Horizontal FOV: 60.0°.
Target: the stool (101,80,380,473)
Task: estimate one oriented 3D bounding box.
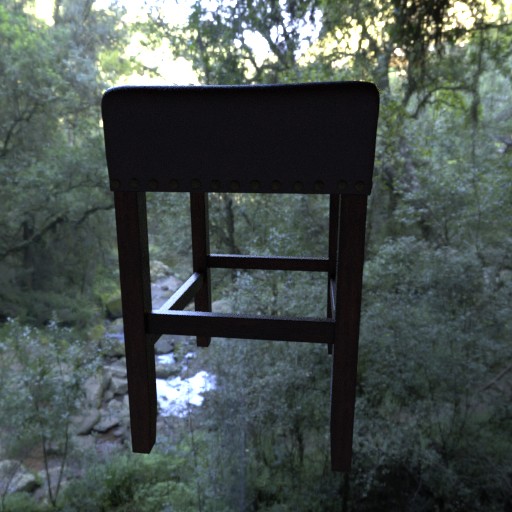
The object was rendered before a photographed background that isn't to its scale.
[{"bbox_3d":[0.000,0.000,0.896,0.397,0.608,0.465,2,14,7],"label":"stool"}]
